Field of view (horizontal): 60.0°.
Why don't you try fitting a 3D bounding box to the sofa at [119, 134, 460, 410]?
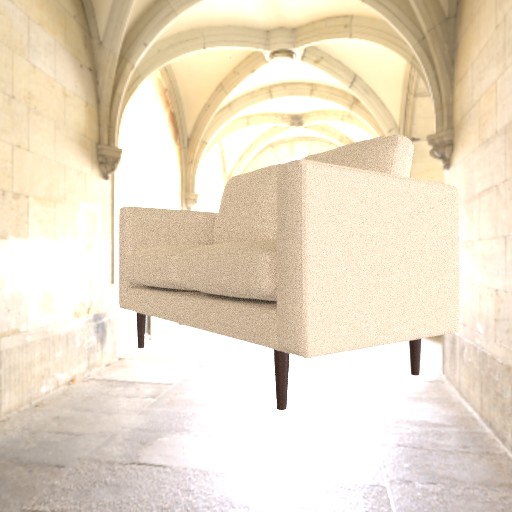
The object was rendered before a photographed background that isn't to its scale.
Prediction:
[{"bbox_3d":[0.000,0.000,1.930,0.796,0.908,1.430,0,0,-36],"label":"sofa"}]
